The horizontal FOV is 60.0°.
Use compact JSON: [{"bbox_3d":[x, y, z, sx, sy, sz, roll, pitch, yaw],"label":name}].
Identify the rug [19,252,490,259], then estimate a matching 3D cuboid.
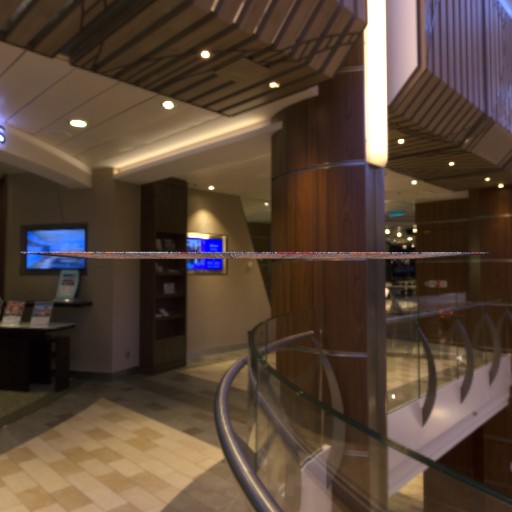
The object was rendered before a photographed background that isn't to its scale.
[{"bbox_3d":[0.000,0.000,2.622,2.362,0.008,0.832,0,-2,-1],"label":"rug"}]
